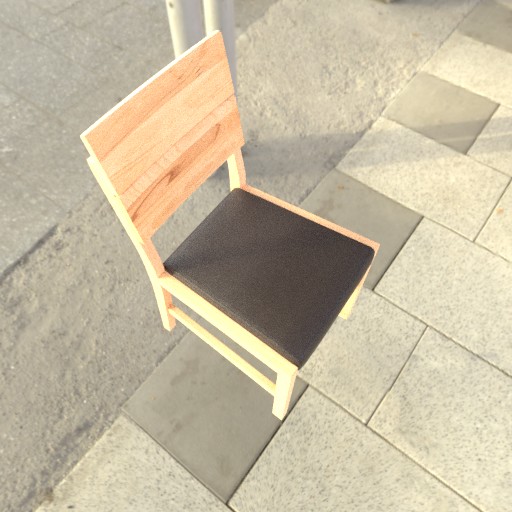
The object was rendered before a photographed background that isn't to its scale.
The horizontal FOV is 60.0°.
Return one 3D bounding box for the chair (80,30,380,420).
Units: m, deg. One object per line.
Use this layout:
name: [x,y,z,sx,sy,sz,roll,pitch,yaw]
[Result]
chair: [0.000,0.000,1.259,0.560,0.950,0.475,31,63,18]
